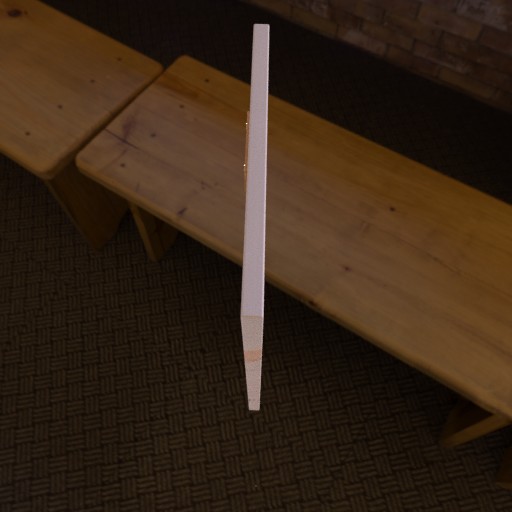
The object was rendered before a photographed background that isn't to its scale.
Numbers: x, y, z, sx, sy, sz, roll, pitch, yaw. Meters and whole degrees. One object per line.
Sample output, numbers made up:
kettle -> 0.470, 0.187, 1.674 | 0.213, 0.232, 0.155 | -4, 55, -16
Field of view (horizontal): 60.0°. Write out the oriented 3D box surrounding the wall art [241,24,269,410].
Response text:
wall art -> 0.000, 0.000, 1.363 | 0.045, 1.014, 0.759 | 1, 63, 1
